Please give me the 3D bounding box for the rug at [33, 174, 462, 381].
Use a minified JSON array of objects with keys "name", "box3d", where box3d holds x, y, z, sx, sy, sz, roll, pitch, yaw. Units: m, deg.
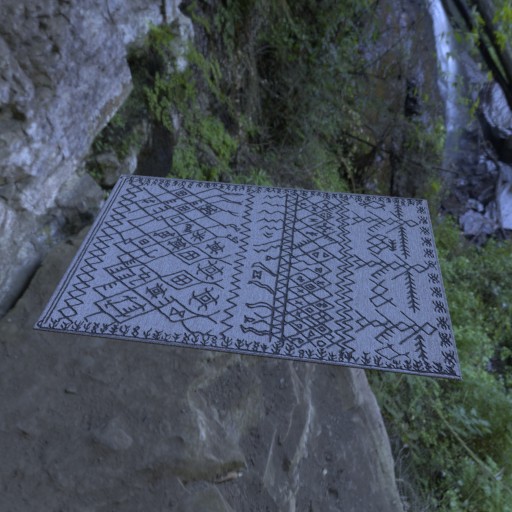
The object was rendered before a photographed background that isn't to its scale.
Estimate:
[{"name":"rug","box3d":[0.000,0.000,3.012,2.444,0.012,1.526,6,47,5]}]
